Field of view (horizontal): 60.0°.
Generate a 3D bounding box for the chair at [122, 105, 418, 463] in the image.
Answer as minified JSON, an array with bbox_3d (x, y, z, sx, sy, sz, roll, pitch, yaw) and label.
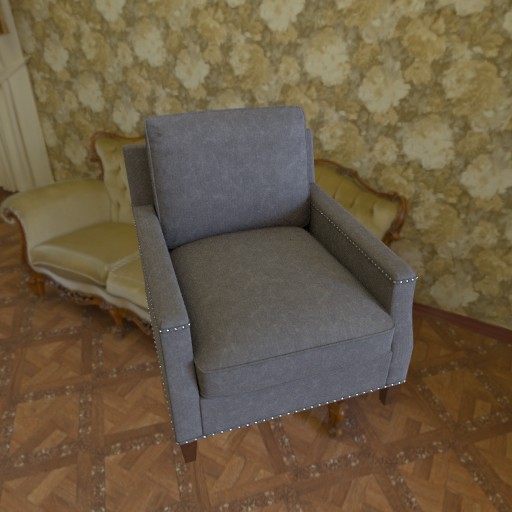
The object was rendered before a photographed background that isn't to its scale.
[{"bbox_3d":[0.000,0.000,1.716,0.853,0.948,1.014,-10,33,-15],"label":"chair"}]
